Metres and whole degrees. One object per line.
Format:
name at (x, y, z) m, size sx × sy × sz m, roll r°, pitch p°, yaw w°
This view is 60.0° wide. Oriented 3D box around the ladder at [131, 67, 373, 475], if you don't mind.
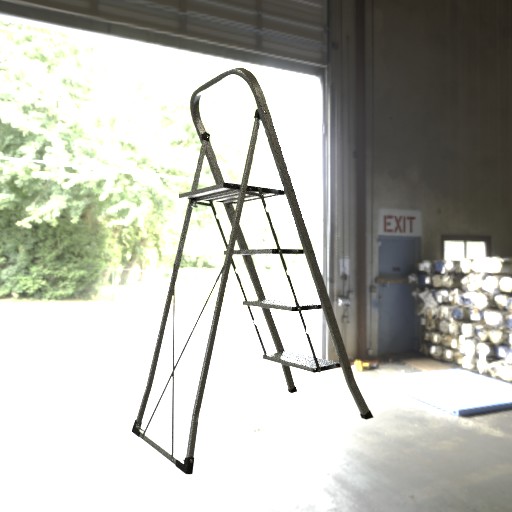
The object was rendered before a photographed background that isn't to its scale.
ladder at (0.000, 0.000, 1.709) m, size 0.830 × 1.290 × 0.465 m, roll 1°, pitch -1°, yaw -38°
